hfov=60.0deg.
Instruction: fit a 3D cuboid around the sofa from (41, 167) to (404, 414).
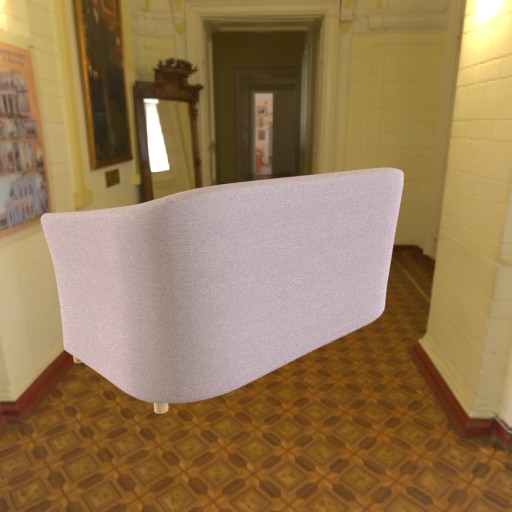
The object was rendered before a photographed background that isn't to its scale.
[{"bbox_3d":[0.000,0.000,1.854,1.452,0.721,0.705,-14,21,-40],"label":"sofa"}]
